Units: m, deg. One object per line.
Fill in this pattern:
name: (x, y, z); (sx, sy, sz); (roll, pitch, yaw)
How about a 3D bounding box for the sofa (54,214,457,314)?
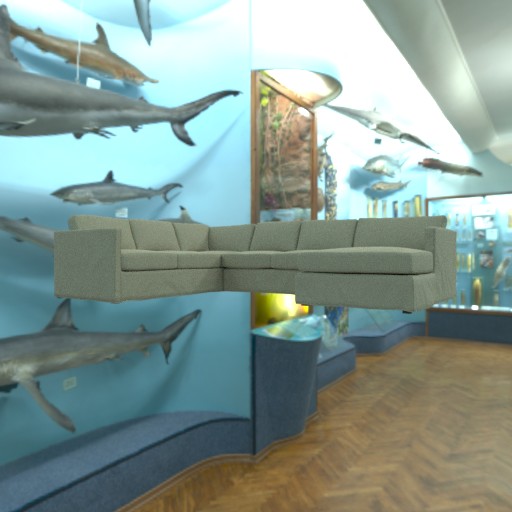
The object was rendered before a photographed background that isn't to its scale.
sofa: (0.000, 0.000, 4.588); (3.460, 0.882, 2.427); (0, 0, 35)
